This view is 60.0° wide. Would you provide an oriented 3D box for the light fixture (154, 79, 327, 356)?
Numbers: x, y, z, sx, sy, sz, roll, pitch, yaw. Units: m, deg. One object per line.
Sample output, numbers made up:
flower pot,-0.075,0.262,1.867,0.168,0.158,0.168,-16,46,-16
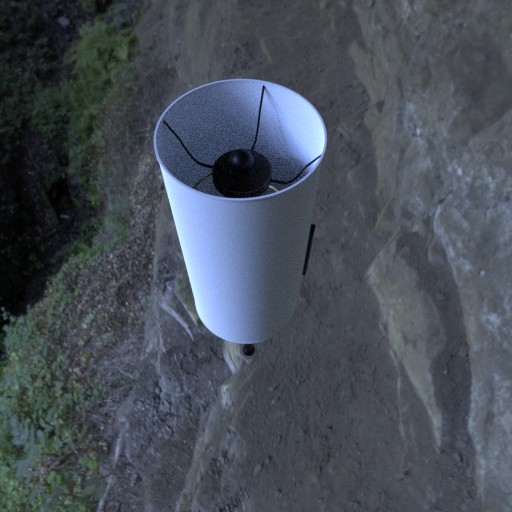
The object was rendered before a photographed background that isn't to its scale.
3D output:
light fixture,0.000,0.000,0.544,0.128,0.462,0.208,14,59,9
